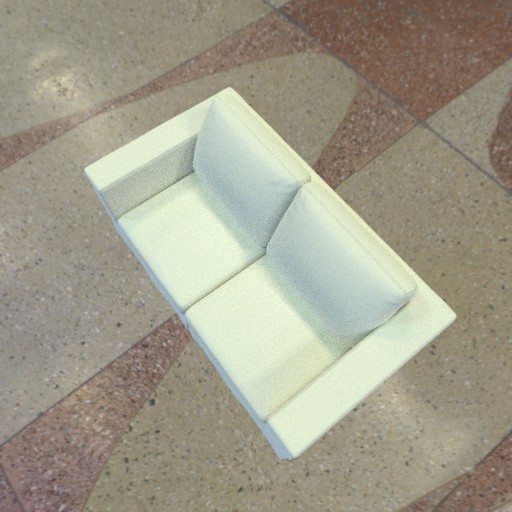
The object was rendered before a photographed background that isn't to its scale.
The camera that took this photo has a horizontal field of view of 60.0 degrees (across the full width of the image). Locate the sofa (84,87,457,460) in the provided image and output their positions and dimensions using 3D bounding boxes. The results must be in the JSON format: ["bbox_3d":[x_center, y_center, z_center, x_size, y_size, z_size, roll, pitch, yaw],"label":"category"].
[{"bbox_3d":[0.000,0.000,2.402,1.009,0.932,1.813,-35,70,-15],"label":"sofa"}]
